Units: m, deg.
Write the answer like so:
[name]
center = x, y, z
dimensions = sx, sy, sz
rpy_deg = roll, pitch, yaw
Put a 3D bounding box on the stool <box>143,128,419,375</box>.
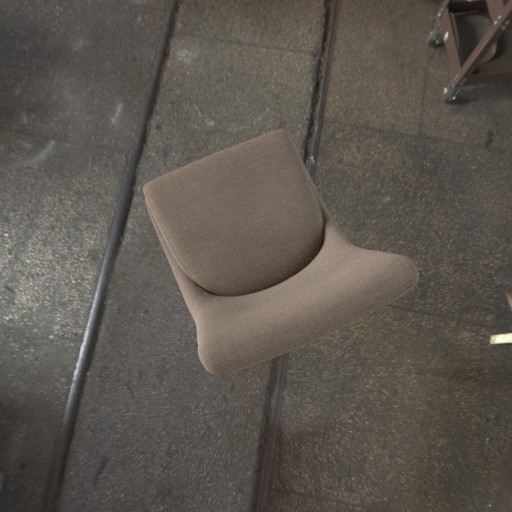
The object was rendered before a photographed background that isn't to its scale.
[stool]
center = 0.000, 0.000, 1.287
dimensions = 0.470, 0.981, 0.577
rpy_deg = -23, 77, -6
